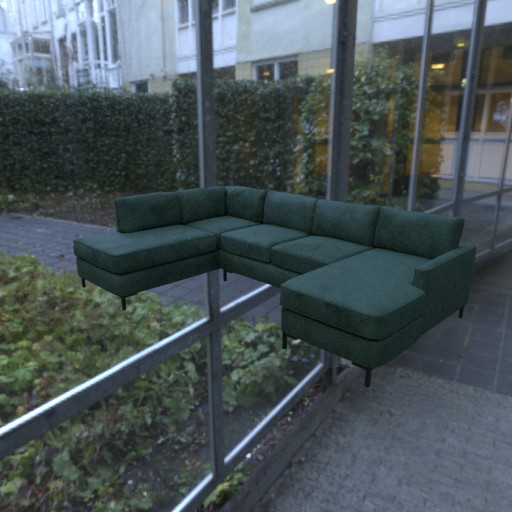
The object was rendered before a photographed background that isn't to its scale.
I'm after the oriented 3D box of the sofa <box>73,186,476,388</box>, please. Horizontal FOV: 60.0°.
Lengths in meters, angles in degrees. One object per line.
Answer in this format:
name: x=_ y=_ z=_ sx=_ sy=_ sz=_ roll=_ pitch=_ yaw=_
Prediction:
sofa: x=0.000 y=0.000 z=3.838 sx=1.992 sy=0.861 sz=2.994 roll=-16 pitch=23 yaw=-43
